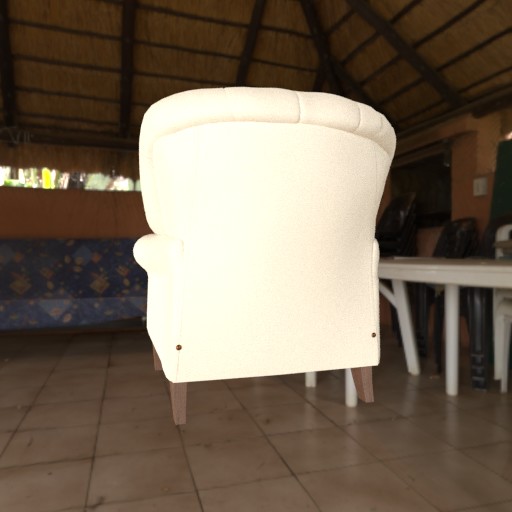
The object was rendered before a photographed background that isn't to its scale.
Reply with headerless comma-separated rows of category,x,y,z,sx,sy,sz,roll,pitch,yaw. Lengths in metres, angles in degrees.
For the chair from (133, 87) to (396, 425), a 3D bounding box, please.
chair,0.000,0.000,1.986,1.035,1.169,1.132,0,1,-17
